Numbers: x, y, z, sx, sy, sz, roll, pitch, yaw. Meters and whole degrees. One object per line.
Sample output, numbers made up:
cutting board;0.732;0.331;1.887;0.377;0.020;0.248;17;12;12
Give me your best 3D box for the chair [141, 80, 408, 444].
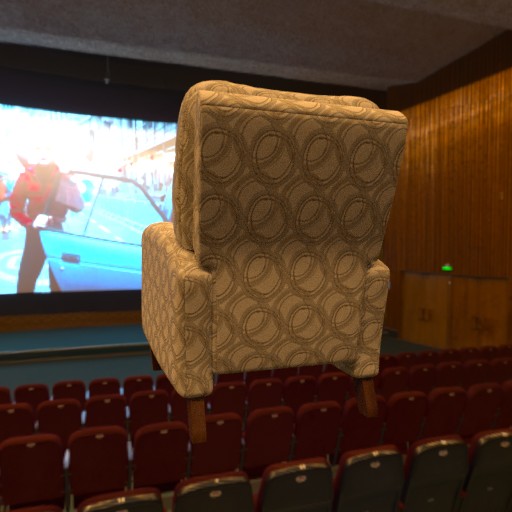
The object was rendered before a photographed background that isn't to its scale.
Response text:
chair;0.000;0.000;1.712;0.796;1.065;0.995;-1;3;-19
